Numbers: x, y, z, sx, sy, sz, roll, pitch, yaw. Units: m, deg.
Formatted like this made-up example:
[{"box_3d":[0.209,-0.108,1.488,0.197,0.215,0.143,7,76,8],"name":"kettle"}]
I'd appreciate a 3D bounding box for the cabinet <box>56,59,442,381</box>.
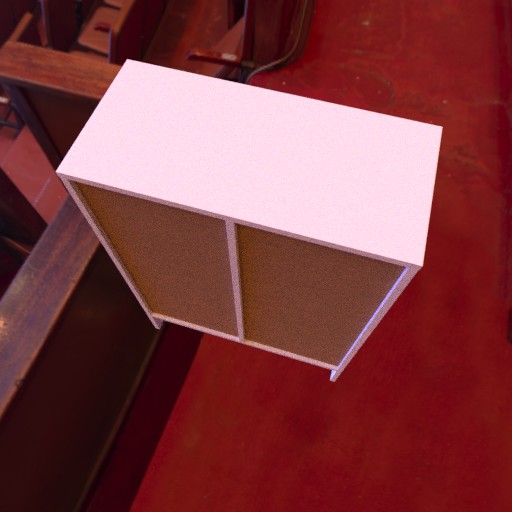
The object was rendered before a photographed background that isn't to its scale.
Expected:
[{"box_3d":[0.000,0.000,1.117,0.600,0.815,0.296,15,64,8],"name":"cabinet"}]
